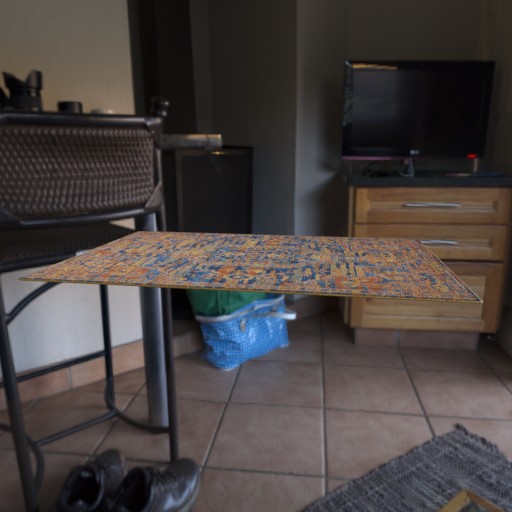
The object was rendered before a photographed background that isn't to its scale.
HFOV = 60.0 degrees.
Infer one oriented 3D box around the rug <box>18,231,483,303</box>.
[{"bbox_3d":[0.000,0.000,2.196,1.758,0.013,1.148,2,13,9],"label":"rug"}]
